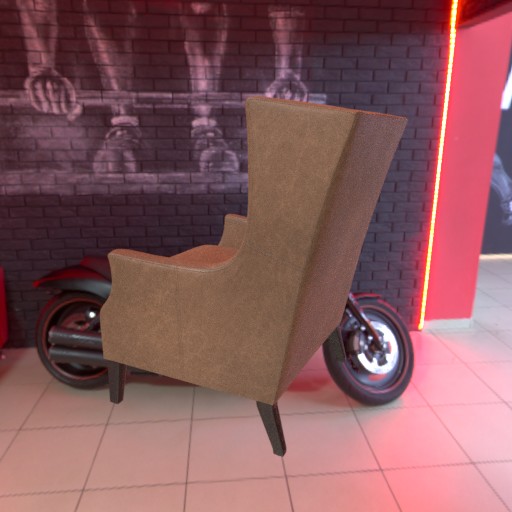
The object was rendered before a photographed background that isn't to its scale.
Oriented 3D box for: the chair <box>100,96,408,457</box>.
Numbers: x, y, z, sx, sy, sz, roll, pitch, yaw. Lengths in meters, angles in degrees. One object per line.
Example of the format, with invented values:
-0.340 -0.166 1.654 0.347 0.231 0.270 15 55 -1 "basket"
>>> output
0.000 0.000 1.678 0.913 1.088 0.815 8 18 26 "chair"
